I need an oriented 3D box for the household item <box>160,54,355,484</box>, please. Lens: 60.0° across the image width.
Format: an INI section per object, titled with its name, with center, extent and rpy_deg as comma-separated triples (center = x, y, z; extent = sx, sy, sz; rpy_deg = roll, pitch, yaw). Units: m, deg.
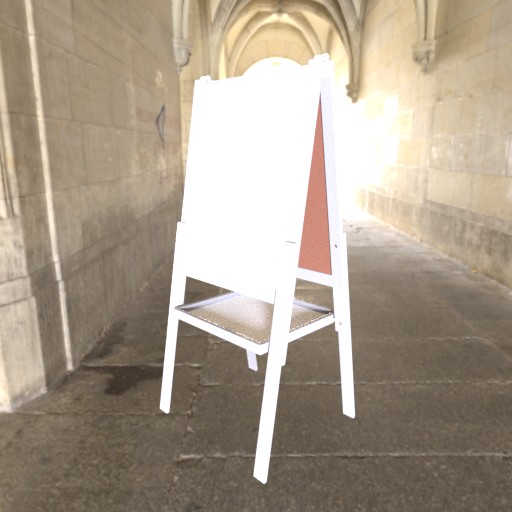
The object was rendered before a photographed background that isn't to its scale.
[household item]
center = 0.000, 0.000, 1.472
extent = 0.469, 1.172, 0.531
rpy_deg = -13, 18, -43
